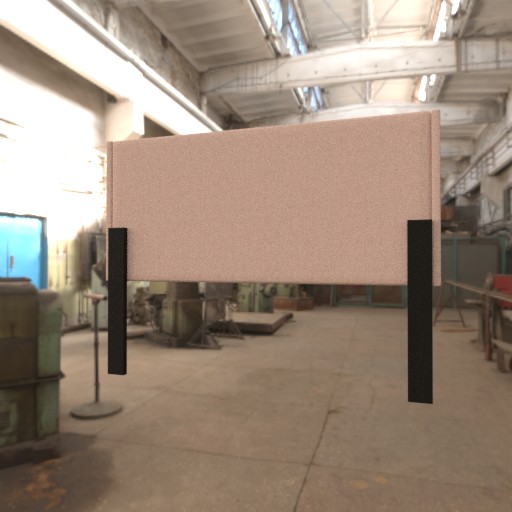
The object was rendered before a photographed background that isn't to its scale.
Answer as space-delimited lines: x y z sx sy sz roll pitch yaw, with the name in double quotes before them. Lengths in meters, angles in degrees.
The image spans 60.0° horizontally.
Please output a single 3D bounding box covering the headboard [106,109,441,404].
"headboard" 0.000 0.000 2.663 2.051 1.524 0.184 0 -1 18
